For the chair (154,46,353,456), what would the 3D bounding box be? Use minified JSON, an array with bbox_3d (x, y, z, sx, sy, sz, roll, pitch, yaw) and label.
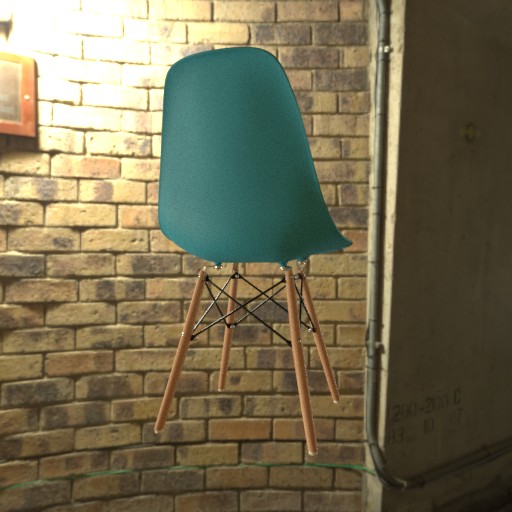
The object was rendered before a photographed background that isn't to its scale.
[{"bbox_3d":[0.000,0.000,1.139,0.470,0.826,0.531,0,-1,19],"label":"chair"}]
